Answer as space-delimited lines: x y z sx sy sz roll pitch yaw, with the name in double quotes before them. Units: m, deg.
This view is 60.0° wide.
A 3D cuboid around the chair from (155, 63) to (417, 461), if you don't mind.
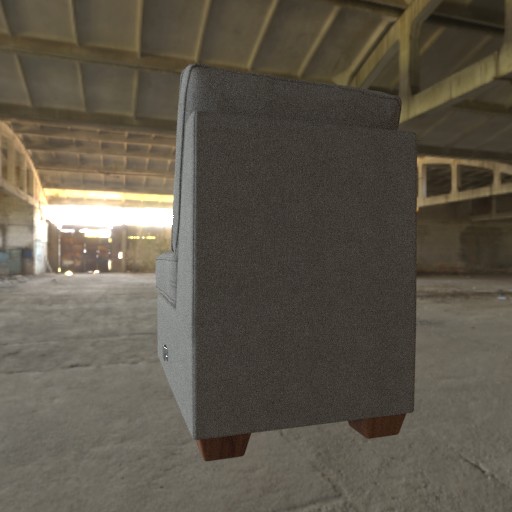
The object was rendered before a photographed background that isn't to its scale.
"chair" 0.000 0.000 1.526 0.621 0.970 0.938 0 0 -18
